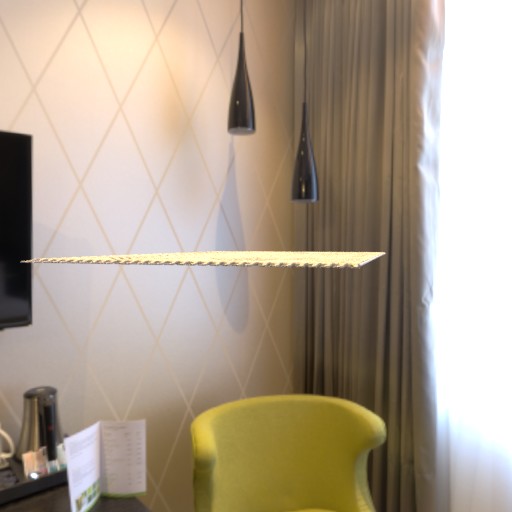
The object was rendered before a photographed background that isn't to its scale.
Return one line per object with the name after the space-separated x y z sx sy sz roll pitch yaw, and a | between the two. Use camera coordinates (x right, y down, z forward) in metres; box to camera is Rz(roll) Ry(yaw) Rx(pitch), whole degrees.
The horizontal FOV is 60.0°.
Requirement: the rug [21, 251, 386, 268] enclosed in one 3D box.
0.000 0.000 2.300 1.230 0.014 1.847 1 2 19 | rug
